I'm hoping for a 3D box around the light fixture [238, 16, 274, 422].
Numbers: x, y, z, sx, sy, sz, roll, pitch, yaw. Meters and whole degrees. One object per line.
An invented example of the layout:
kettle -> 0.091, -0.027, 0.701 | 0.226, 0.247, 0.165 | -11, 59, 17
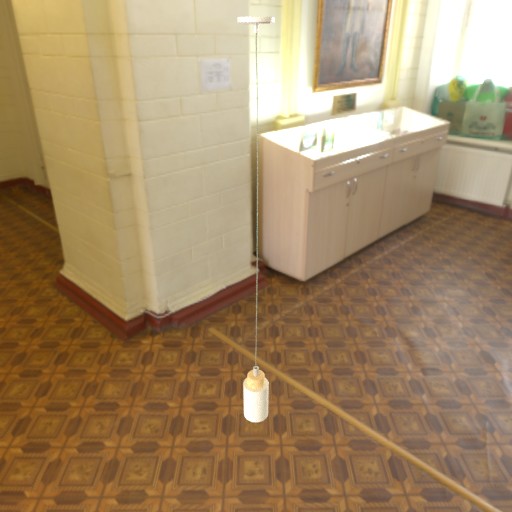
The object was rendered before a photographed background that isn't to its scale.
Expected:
light fixture -> 0.000, 0.000, 1.894 | 0.125, 1.798, 0.125 | 0, 26, -1
